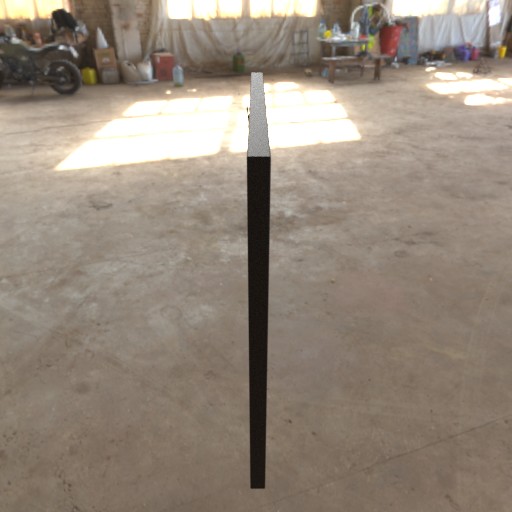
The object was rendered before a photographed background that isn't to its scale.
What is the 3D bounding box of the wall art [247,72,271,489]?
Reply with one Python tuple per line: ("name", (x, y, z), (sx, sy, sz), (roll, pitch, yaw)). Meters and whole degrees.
("wall art", (0.000, 0.000, 1.191), (0.043, 0.807, 0.805), (0, 30, 0))
